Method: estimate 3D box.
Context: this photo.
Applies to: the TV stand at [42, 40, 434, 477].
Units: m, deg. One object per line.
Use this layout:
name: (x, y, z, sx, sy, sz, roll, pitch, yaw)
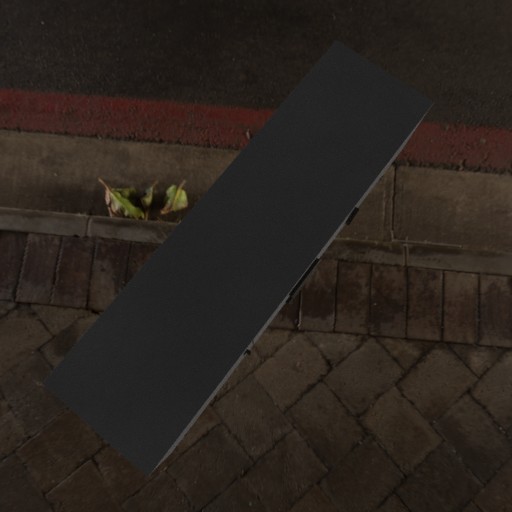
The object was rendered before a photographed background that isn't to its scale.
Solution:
TV stand: (0.000, 0.000, 1.592, 0.400, 0.560, 1.400, 37, 79, 9)
